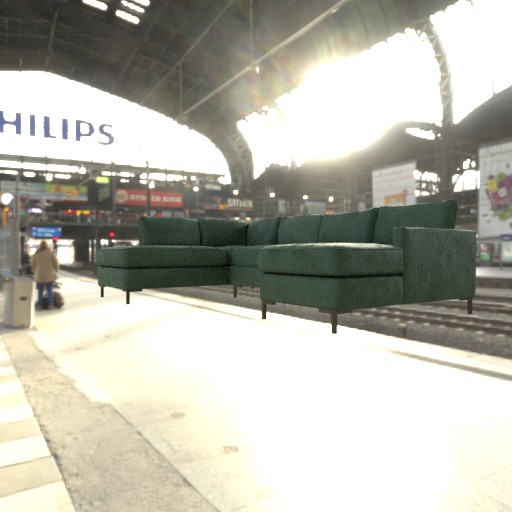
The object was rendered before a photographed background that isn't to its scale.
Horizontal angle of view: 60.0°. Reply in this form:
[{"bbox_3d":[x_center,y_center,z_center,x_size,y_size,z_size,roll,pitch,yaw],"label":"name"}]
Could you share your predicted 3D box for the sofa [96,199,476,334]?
[{"bbox_3d":[0.000,0.000,3.922,1.992,0.861,2.994,0,0,-35],"label":"sofa"}]
